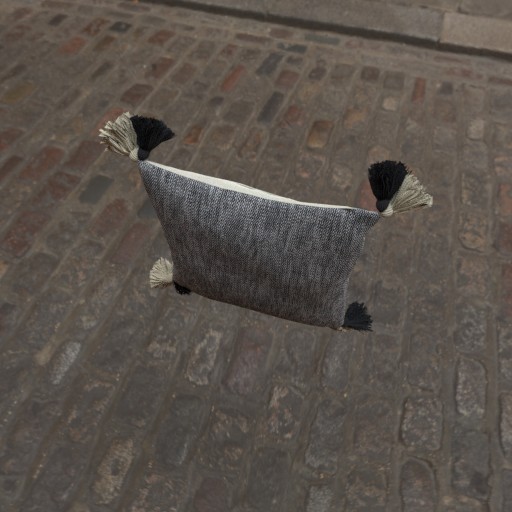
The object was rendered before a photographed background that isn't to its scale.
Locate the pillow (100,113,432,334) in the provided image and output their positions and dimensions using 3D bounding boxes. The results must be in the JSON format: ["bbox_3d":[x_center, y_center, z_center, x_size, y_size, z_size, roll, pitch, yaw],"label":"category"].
[{"bbox_3d":[0.000,0.000,1.021,0.654,0.659,0.170,14,59,9],"label":"pillow"}]
